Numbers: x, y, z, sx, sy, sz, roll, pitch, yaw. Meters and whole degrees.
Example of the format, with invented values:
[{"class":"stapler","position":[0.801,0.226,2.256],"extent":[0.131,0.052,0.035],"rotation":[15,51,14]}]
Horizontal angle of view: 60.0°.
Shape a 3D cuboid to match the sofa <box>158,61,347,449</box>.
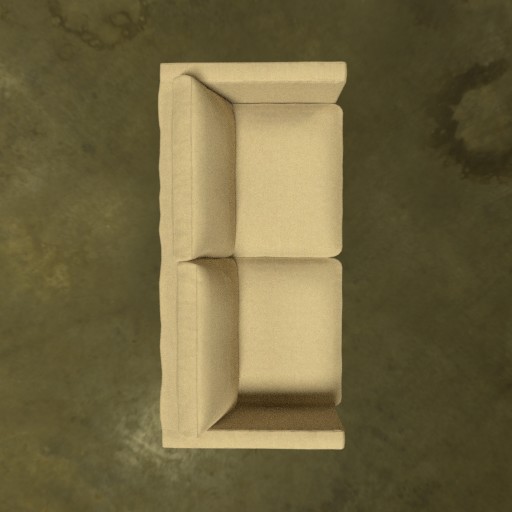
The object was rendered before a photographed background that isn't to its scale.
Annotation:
[{"class":"sofa","position":[0.000,0.000,2.481],"extent":[0.962,0.835,1.959],"rotation":[0,92,1]}]
